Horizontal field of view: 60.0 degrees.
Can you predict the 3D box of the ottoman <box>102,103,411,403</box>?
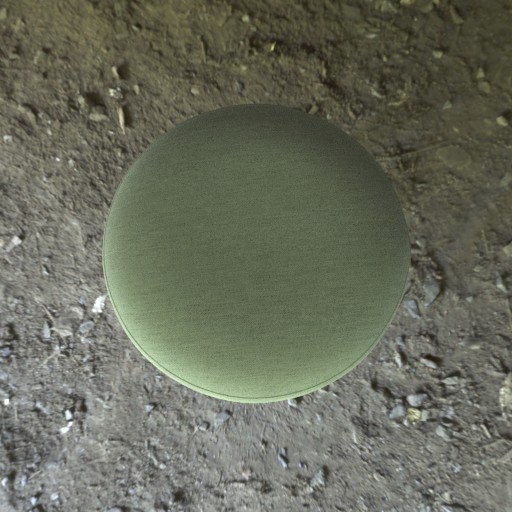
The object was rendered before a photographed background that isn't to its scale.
[{"bbox_3d":[0.000,0.000,1.250,0.769,0.459,0.769,0,77,0],"label":"ottoman"}]
